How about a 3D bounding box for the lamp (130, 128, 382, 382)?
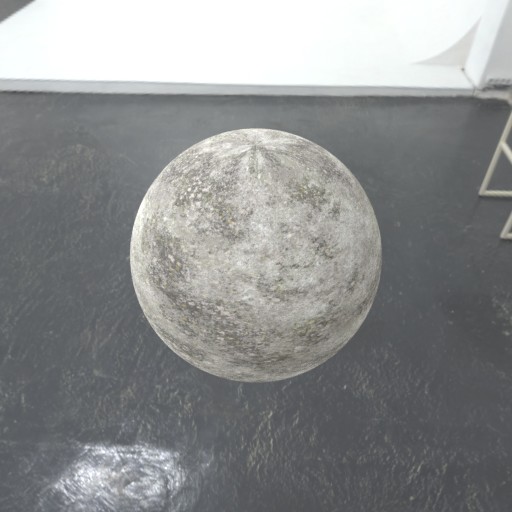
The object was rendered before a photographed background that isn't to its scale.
[{"bbox_3d":[0.000,0.000,0.772,0.422,0.429,0.422,0,43,0],"label":"lamp"}]
